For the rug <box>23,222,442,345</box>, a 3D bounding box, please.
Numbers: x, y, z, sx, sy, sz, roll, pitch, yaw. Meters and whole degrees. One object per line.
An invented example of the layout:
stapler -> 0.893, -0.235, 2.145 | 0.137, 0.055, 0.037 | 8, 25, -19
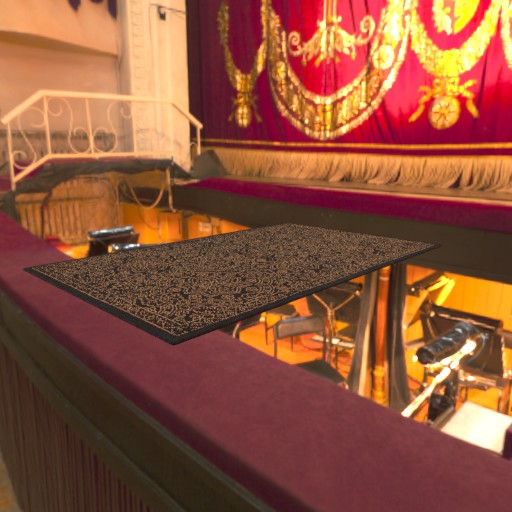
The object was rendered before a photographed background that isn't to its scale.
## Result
rug -> 0.000, 0.000, 2.986 | 1.526, 0.015, 2.441 | 13, 18, 43
